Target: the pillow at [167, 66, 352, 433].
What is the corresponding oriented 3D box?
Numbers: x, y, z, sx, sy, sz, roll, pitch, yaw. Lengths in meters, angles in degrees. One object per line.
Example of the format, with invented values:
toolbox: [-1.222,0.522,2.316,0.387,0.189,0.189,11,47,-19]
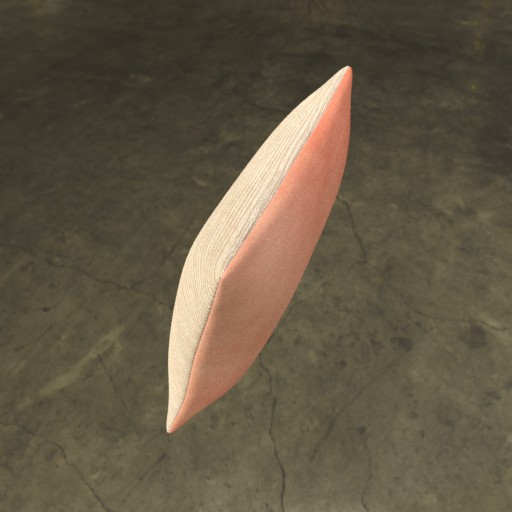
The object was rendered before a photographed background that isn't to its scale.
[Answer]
pillow: [0.000,0.000,0.636,0.177,0.401,0.424,16,48,15]
